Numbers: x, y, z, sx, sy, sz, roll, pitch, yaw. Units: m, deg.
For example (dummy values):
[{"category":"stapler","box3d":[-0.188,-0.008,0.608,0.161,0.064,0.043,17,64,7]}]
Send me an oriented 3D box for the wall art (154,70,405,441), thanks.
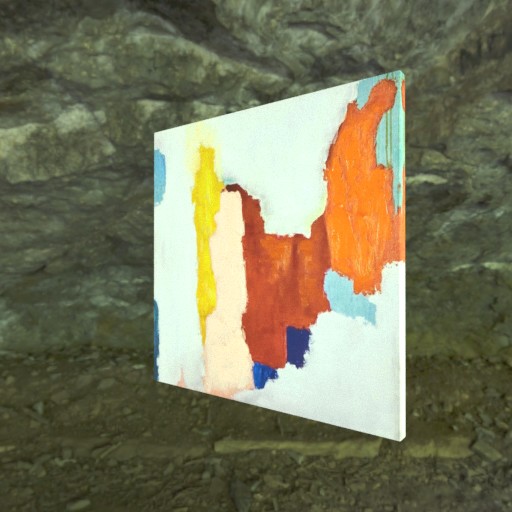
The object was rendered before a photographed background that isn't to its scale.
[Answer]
[{"category":"wall art","box3d":[0.000,0.000,1.532,1.017,1.017,0.044,0,0,37]}]
